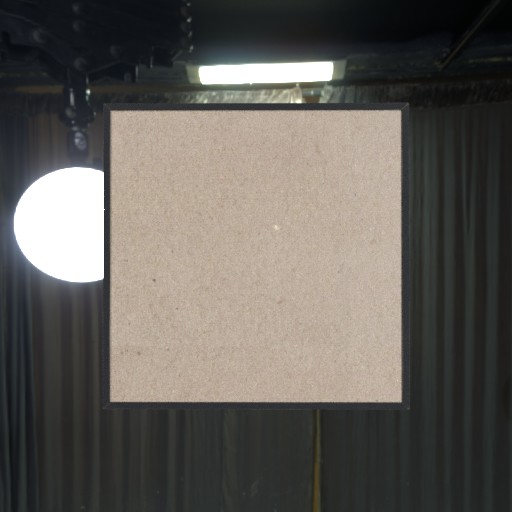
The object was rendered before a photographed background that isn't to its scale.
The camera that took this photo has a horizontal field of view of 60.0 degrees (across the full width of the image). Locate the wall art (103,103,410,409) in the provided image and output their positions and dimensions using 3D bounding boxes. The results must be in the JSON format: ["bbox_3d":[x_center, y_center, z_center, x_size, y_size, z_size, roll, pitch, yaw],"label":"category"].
[{"bbox_3d":[0.000,0.000,0.460,0.305,0.305,0.038,0,0,0],"label":"wall art"}]
